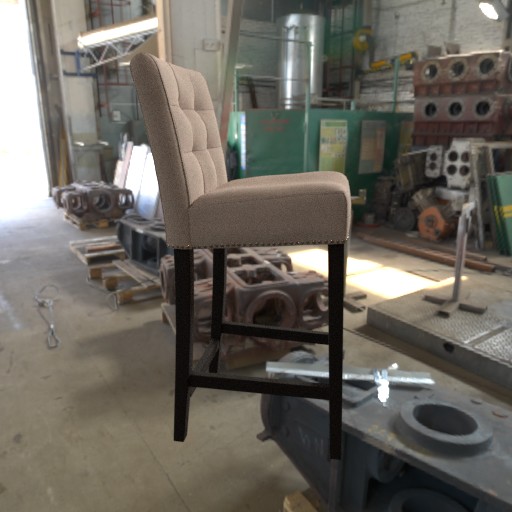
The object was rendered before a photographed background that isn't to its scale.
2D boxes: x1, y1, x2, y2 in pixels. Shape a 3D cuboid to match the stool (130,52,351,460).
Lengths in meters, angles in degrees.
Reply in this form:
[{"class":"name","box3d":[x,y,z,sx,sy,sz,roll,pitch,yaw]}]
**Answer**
[{"class":"stool","box3d":[0.000,0.000,1.289,0.548,1.047,0.411,3,17,10]}]
